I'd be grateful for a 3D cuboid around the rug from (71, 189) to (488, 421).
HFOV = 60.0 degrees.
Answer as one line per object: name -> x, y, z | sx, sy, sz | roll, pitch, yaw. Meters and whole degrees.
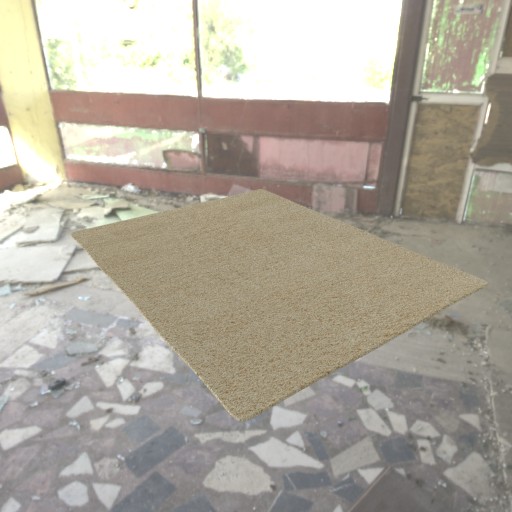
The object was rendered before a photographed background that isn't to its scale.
rug -> 0.000, 0.000, 3.955 | 2.401, 0.025, 3.001 | -18, 32, -32
